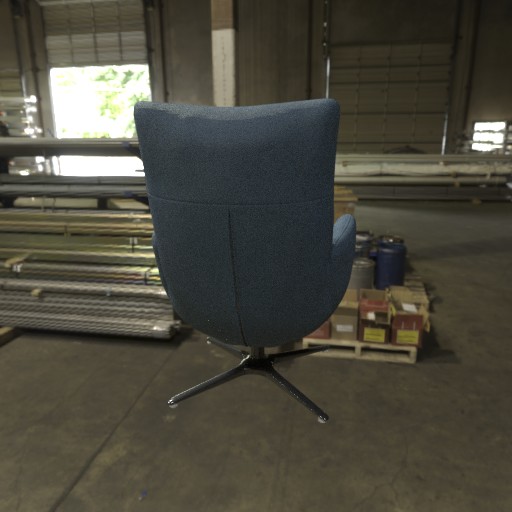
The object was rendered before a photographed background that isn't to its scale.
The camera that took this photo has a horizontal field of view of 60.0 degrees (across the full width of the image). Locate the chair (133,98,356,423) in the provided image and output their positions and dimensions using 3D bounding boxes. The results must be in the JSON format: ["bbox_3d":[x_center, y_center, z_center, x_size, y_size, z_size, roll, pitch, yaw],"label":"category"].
[{"bbox_3d":[0.000,0.000,1.610,0.711,1.016,0.889,2,15,9],"label":"chair"}]
